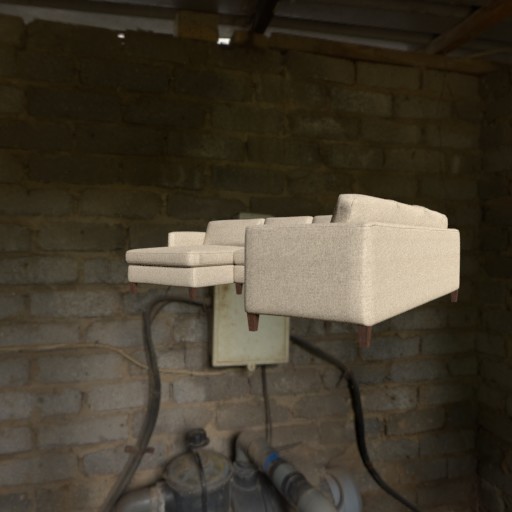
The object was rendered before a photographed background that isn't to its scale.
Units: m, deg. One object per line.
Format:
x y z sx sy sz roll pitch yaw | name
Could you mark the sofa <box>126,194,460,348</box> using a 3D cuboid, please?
0.000 0.000 4.601 3.460 0.959 2.593 1 2 36 | sofa
